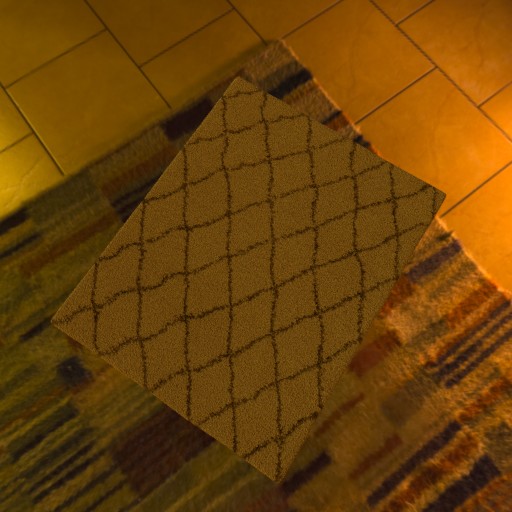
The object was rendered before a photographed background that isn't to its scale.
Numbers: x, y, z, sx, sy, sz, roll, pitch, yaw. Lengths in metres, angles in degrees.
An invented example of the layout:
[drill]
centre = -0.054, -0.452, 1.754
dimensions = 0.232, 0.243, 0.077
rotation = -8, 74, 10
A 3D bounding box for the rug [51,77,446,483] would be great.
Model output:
[rug]
centre = 0.000, 0.000, 4.132
dimensions = 2.438, 0.029, 3.047
rotation = 32, 78, 8
